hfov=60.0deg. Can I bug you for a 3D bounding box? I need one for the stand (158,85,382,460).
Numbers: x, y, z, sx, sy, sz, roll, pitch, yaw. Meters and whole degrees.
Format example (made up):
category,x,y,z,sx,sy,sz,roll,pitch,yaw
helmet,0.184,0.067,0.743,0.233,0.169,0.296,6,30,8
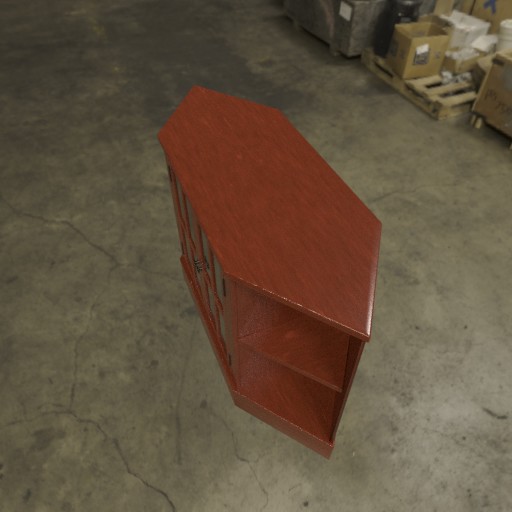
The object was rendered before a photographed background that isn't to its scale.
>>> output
category,x,y,z,sx,sy,sz,roll,pitch,yaw
stand,0.000,0.000,1.353,0.381,0.614,1.072,-17,48,-15
